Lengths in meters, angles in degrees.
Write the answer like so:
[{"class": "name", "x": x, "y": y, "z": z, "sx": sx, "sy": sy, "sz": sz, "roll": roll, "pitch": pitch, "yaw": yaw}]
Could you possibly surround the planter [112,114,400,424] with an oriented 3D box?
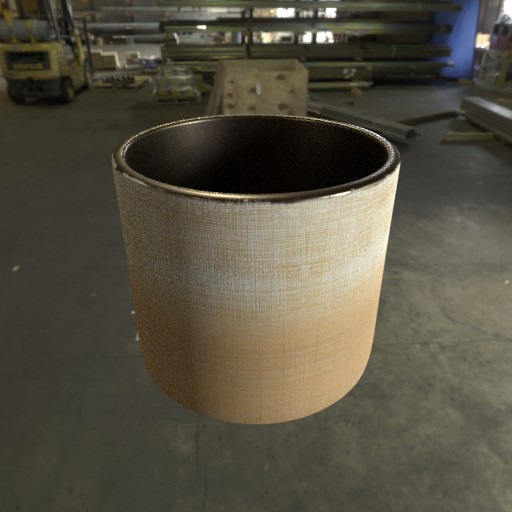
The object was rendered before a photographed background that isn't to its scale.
[{"class": "planter", "x": 0.000, "y": 0.000, "z": 0.394, "sx": 0.221, "sy": 0.201, "sz": 0.221, "roll": 0, "pitch": 30, "yaw": 0}]
